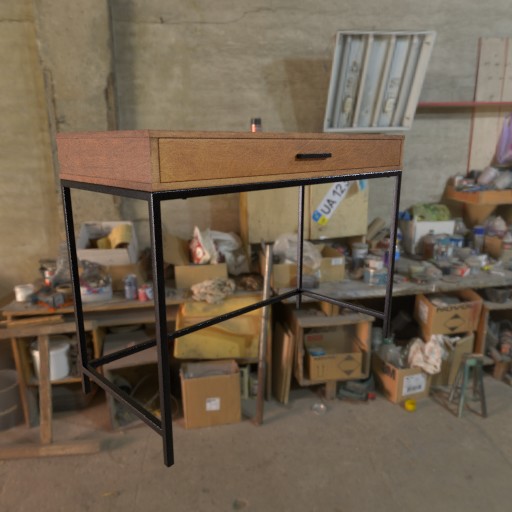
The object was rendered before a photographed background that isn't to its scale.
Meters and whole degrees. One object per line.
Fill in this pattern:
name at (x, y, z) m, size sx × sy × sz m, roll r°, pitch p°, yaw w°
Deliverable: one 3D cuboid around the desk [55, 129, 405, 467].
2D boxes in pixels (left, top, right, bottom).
desk at (0.000, 0.000, 1.437) m, size 1.016 × 0.762 × 0.470 m, roll -14°, pitch 20°, yaw -43°
